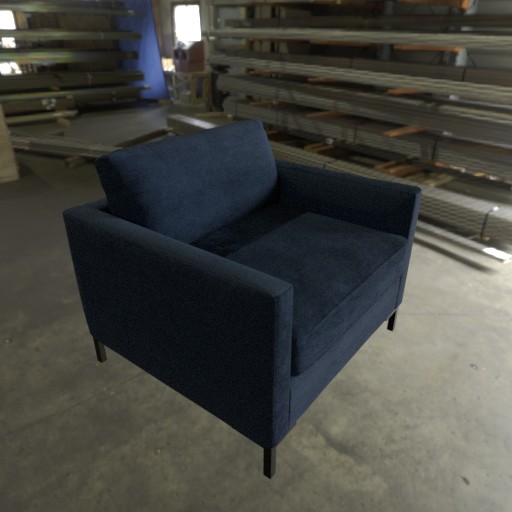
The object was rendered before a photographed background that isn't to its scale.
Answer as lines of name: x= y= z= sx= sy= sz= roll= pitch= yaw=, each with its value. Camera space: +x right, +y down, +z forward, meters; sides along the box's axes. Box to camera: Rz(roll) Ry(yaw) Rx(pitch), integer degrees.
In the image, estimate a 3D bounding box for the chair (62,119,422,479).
chair: x=0.000 y=0.000 z=1.608 sx=0.875 sy=0.812 sz=0.964 roll=20 pitch=33 yaw=33
